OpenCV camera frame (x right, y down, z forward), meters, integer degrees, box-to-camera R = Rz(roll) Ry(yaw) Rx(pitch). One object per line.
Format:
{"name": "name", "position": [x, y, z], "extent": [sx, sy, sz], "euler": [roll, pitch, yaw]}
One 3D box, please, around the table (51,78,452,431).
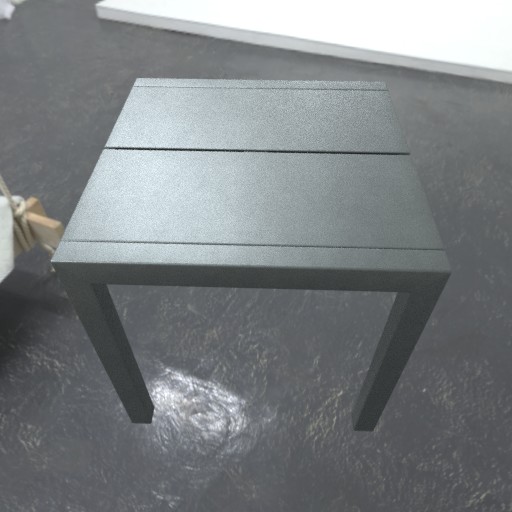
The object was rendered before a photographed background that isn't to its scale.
{"name": "table", "position": [0.000, 0.000, 0.913], "extent": [0.508, 0.508, 0.508], "euler": [1, 47, 1]}
